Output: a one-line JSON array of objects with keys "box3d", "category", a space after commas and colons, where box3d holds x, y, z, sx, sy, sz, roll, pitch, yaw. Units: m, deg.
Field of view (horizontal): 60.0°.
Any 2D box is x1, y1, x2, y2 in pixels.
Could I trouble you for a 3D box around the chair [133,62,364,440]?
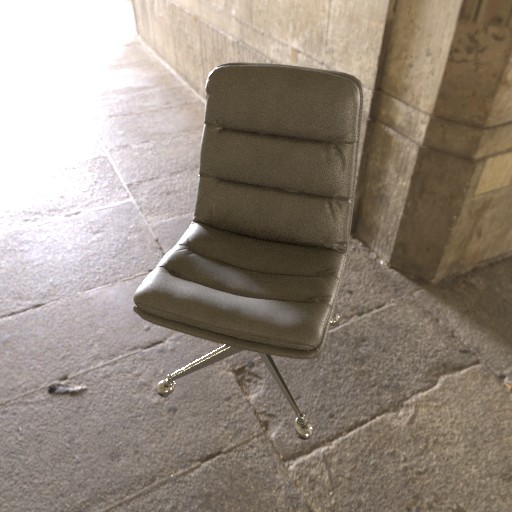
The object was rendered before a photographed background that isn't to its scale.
[{"box3d": [0.000, 0.000, 1.040, 0.422, 0.738, 0.485, 12, 42, 13], "category": "chair"}]
